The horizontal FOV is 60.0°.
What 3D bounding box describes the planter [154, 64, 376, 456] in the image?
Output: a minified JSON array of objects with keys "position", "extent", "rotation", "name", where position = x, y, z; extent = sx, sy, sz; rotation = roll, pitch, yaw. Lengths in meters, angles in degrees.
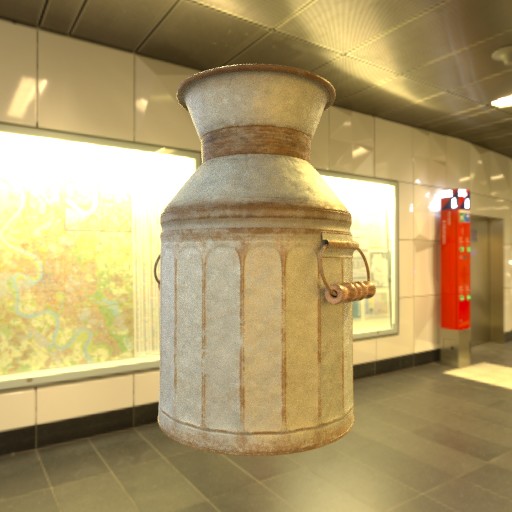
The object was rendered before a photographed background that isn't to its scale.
[{"position":[0.000,0.000,0.498],"extent":[0.248,0.358,0.215],"rotation":[0,-1,37],"name":"planter"}]
